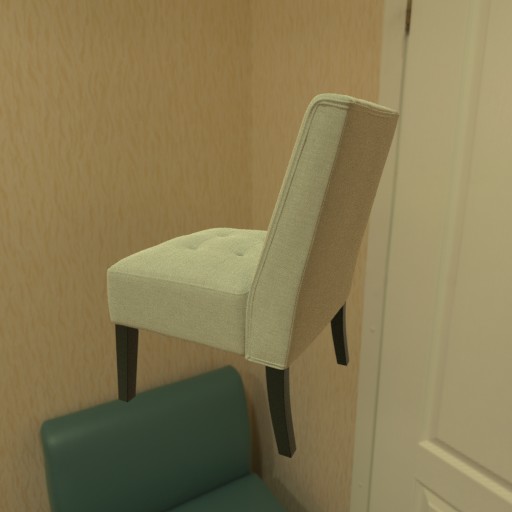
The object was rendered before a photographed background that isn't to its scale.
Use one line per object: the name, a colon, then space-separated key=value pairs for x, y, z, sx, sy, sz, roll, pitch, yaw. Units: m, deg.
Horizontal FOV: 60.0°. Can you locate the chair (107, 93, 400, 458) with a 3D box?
chair: x=0.000 y=0.000 z=1.313 sx=0.676 sy=0.853 sz=0.569 roll=7 pitch=17 yaw=26
